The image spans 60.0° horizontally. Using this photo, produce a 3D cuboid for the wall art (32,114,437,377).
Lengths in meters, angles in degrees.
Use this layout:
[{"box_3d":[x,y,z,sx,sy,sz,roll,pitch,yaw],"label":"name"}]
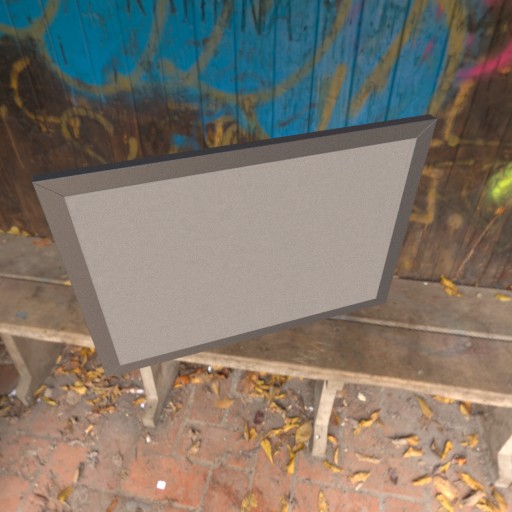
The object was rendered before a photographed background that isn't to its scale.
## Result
[{"box_3d":[0.000,0.000,0.558,0.432,0.306,0.016,-12,42,-14],"label":"wall art"}]
